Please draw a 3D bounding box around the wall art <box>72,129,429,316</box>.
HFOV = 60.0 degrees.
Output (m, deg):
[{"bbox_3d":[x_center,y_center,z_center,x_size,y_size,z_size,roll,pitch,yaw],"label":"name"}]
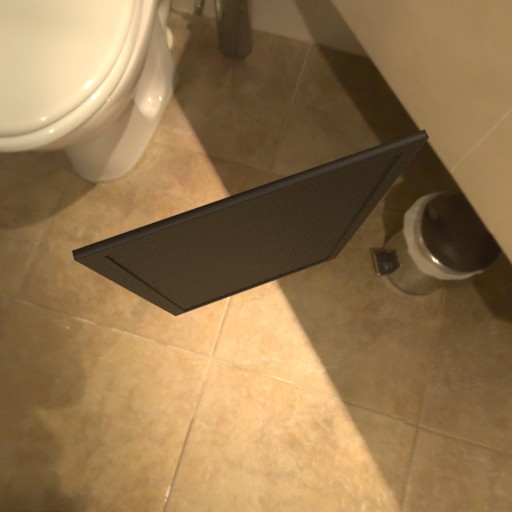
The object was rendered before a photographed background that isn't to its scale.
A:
[{"bbox_3d":[0.000,0.000,0.852,0.451,0.661,0.012,-20,77,-5],"label":"wall art"}]
